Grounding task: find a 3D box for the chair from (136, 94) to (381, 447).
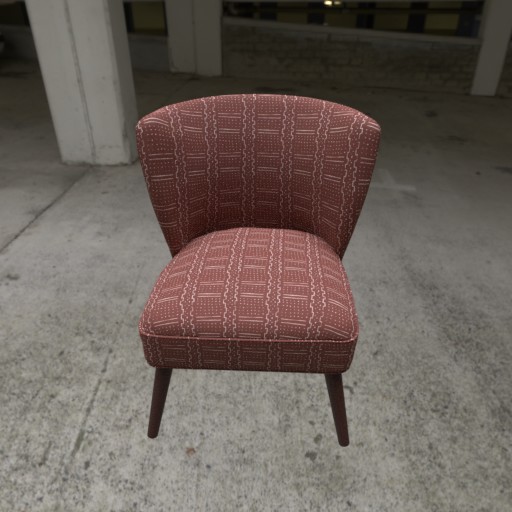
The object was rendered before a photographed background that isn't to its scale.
[{"bbox_3d":[0.000,0.000,1.429,0.706,0.866,0.758,1,31,2],"label":"chair"}]
